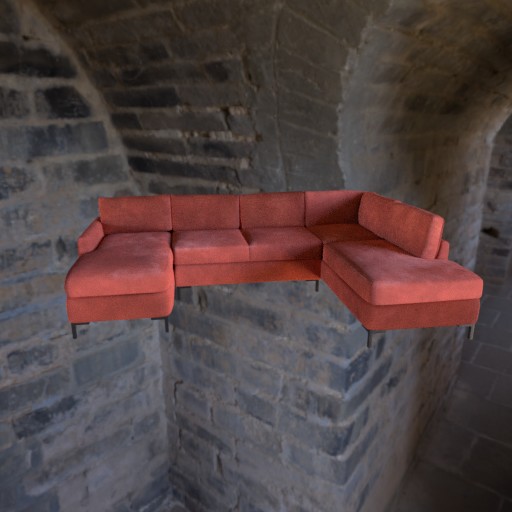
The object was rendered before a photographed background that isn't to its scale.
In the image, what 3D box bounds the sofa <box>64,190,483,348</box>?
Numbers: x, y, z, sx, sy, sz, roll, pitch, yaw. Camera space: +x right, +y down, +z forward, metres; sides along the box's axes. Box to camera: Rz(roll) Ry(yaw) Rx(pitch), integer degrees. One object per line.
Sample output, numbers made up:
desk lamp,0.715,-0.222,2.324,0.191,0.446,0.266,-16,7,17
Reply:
sofa,0.000,0.000,3.809,2.971,0.858,1.981,-3,17,-9
